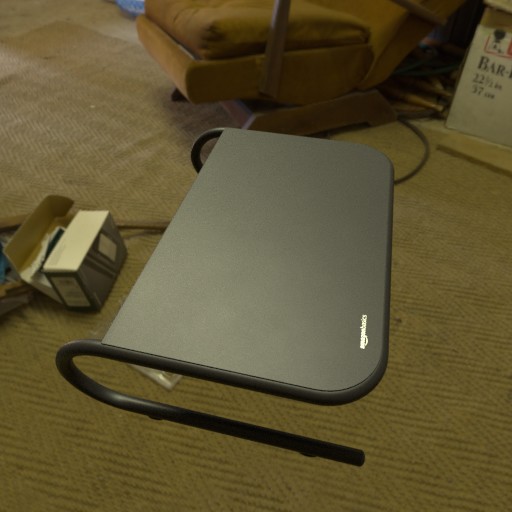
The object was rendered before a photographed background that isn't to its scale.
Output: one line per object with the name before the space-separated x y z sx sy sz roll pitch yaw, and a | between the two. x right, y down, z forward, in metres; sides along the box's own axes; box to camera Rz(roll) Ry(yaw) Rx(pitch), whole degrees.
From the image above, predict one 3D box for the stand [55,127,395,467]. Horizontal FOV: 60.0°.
stand | 0.000 0.000 0.499 0.280 0.108 0.370 10 46 10
